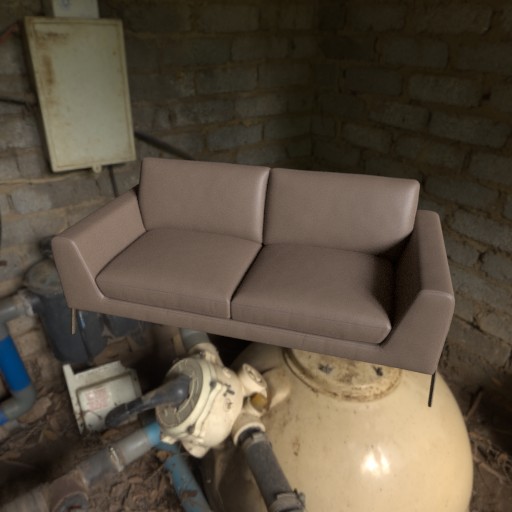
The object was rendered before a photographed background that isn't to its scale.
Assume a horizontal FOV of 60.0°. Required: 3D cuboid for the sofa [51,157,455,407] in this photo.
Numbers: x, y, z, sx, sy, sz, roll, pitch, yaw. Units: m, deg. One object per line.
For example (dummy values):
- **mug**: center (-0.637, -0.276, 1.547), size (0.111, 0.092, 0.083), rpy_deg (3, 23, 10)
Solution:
- **sofa**: center (0.000, 0.000, 2.551), size (2.017, 0.875, 0.953), rpy_deg (8, 29, 14)
